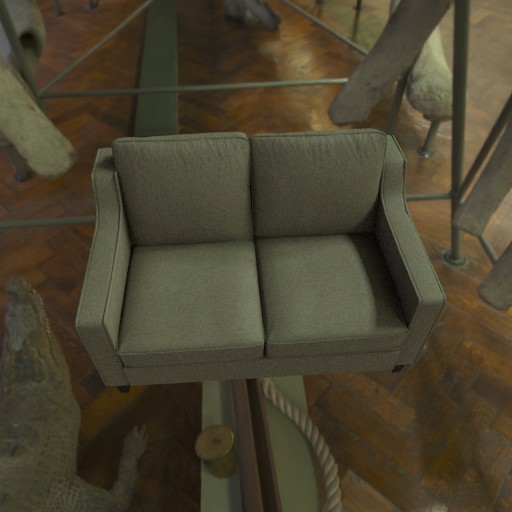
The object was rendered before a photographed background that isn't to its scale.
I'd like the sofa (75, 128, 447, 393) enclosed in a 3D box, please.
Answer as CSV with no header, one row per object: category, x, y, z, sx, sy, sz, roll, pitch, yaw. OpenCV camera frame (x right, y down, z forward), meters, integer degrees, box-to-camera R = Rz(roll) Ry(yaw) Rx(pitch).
sofa,0.000,0.000,2.179,1.503,0.981,0.985,-3,48,-3
